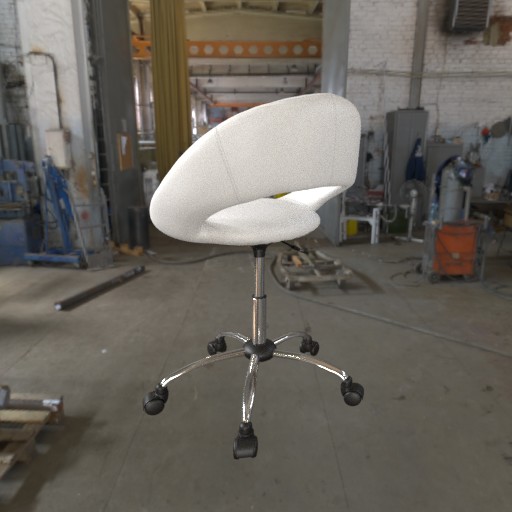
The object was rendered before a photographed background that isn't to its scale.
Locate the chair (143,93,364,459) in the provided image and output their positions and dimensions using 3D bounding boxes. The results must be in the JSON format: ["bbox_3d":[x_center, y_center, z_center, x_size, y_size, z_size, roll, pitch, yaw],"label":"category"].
[{"bbox_3d":[0.000,0.000,1.188,0.538,0.791,0.612,14,20,43],"label":"chair"}]
